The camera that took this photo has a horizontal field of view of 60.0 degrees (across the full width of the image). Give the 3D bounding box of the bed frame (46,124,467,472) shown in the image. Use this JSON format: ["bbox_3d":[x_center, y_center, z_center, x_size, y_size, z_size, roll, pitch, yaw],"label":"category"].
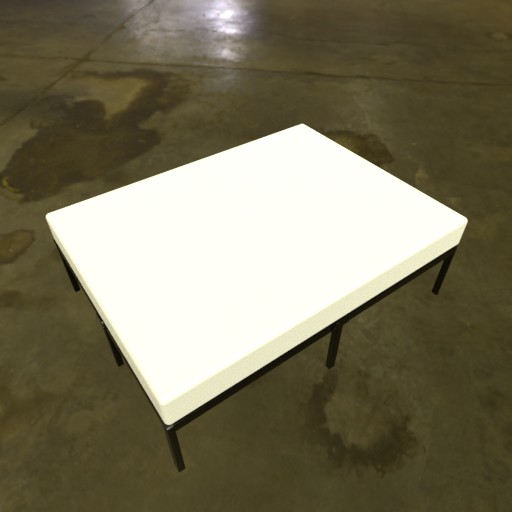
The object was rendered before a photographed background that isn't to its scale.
[{"bbox_3d":[0.000,0.000,2.878,2.072,0.659,1.557,-26,49,-25],"label":"bed frame"}]
